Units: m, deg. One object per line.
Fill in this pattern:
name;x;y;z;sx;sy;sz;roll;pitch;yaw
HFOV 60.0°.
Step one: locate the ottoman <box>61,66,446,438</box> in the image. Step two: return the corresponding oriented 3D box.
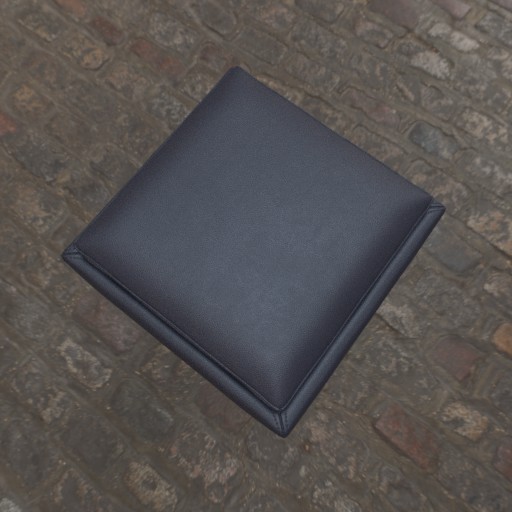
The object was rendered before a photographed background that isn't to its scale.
ottoman;0.000;0.000;0.840;0.450;0.460;0.451;37;78;9
